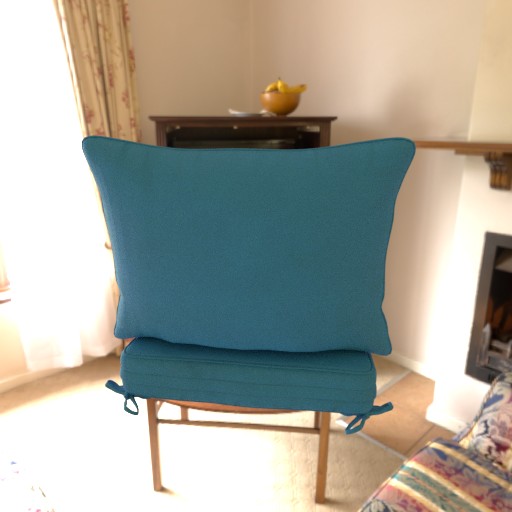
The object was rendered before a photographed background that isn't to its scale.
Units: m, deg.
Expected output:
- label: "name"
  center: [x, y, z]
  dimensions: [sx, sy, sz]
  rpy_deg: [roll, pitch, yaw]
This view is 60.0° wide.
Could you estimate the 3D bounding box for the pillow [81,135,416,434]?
- label: "pillow"
  center: [0.000, 0.000, 1.364]
  dimensions: [0.798, 0.725, 0.733]
  rpy_deg: [2, 16, 8]
